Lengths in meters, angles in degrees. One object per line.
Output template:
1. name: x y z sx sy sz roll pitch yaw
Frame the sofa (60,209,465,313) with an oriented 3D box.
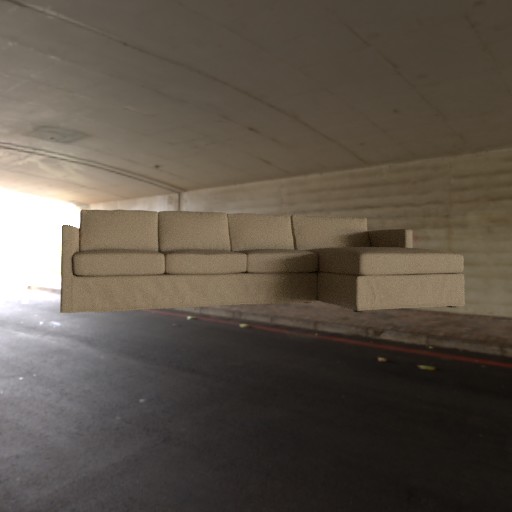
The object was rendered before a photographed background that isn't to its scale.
1. sofa: 0.000 0.000 3.963 3.206 0.871 1.622 0 1 -18
